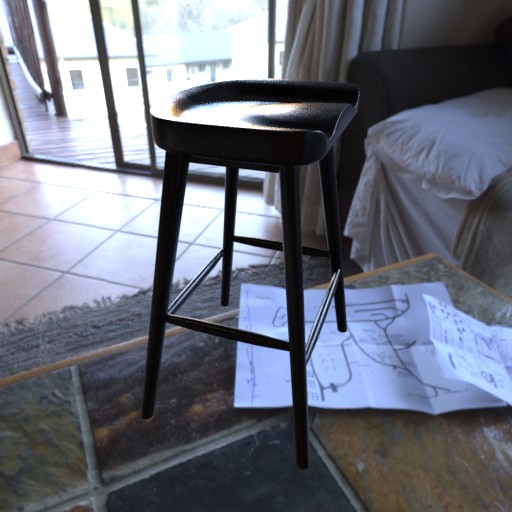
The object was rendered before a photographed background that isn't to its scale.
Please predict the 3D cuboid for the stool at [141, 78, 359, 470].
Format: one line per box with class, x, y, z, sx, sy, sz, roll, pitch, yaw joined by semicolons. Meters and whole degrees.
stool;0.000;0.000;0.894;0.361;0.615;0.440;10;32;17
